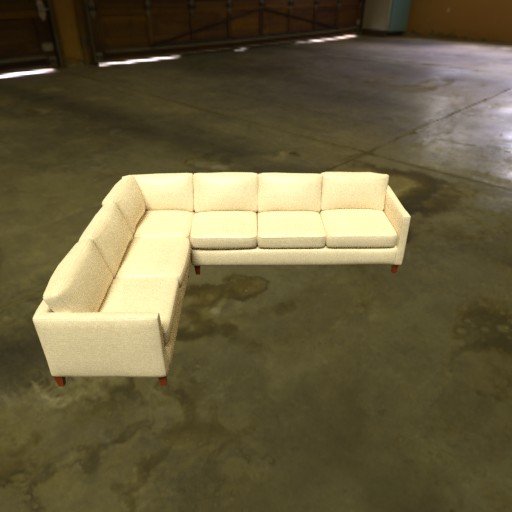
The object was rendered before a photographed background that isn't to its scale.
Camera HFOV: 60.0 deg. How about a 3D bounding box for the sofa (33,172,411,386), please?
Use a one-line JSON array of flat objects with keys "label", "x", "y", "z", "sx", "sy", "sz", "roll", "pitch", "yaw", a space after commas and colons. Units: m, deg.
[{"label": "sofa", "x": 0.000, "y": 0.000, "z": 4.415, "sx": 3.302, "sy": 0.947, "sz": 2.593, "roll": 0, "pitch": 31, "yaw": -1}]
